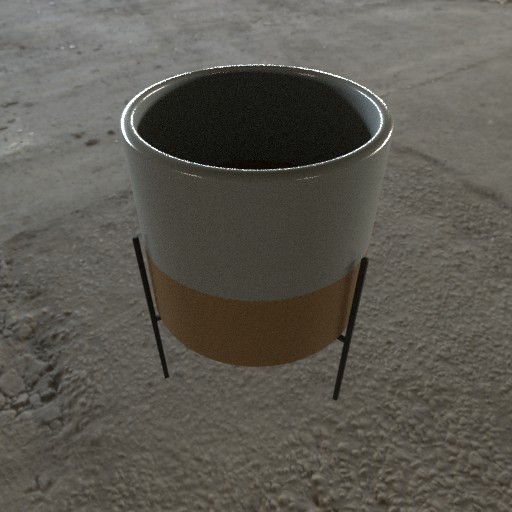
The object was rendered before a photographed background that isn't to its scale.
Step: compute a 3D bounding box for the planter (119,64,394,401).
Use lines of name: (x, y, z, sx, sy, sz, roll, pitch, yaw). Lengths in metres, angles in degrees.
planter: (0.000, 0.000, 0.631, 0.310, 0.432, 0.310, -26, 47, -27)
